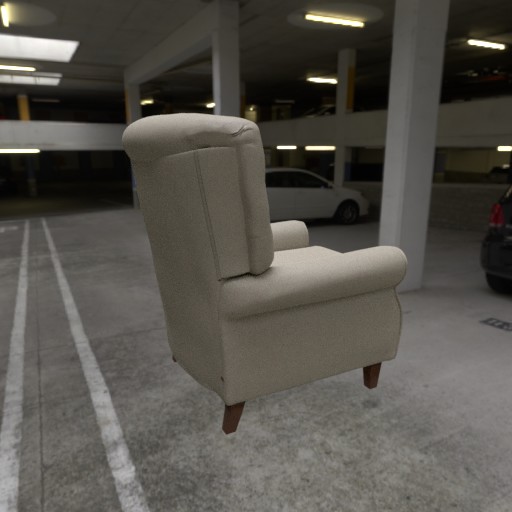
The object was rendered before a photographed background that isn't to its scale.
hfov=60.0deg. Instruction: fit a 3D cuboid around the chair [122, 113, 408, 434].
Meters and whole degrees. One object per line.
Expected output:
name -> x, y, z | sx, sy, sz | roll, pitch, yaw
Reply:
chair -> 0.000, 0.000, 1.947 | 1.059, 1.158, 0.943 | -7, 16, -26
